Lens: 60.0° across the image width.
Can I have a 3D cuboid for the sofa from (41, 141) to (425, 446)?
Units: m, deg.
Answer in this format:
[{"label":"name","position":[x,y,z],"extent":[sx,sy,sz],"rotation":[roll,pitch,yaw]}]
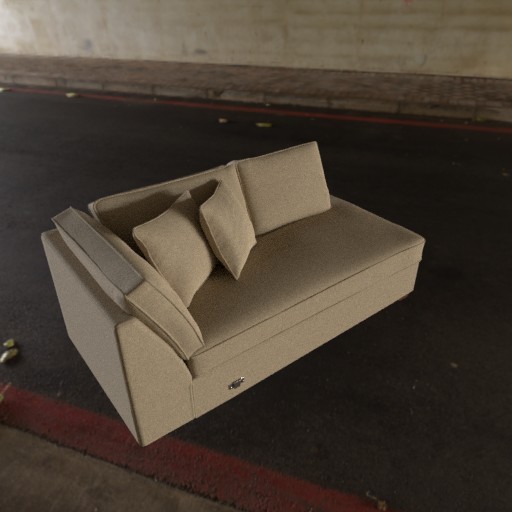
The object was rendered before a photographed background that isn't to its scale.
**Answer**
[{"label":"sofa","position":[0.000,0.000,2.862],"extent":[2.237,1.033,1.110],"rotation":[-22,37,-32]}]
